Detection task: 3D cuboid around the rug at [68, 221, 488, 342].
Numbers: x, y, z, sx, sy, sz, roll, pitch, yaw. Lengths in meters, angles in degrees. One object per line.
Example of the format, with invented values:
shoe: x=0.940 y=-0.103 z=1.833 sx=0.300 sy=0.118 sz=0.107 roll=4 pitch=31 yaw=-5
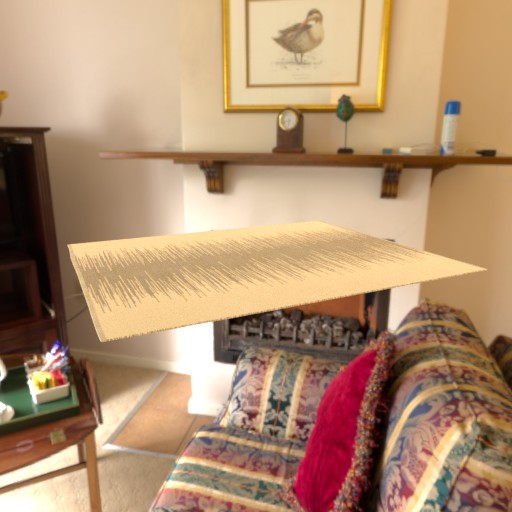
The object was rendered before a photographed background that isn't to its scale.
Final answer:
rug: x=0.000 y=0.000 z=4.034 sx=3.037 sy=0.010 sz=2.453 roll=-7 pitch=16 yaw=-25
